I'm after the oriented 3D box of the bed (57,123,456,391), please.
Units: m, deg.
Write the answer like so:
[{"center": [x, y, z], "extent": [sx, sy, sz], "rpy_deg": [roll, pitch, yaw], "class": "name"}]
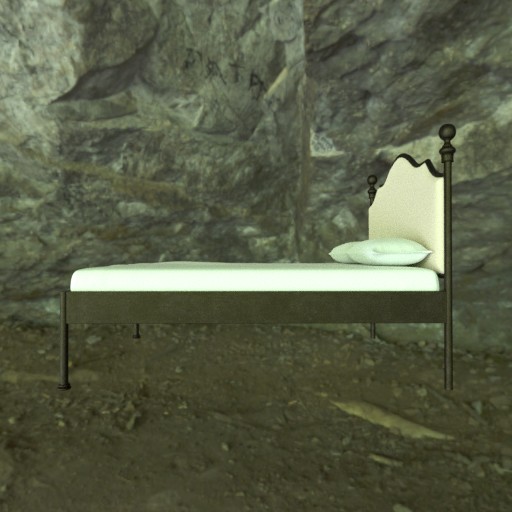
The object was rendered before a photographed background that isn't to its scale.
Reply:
[{"center": [0.000, 0.000, 3.251], "extent": [2.224, 1.499, 1.642], "rpy_deg": [0, 0, -1], "class": "bed"}]
